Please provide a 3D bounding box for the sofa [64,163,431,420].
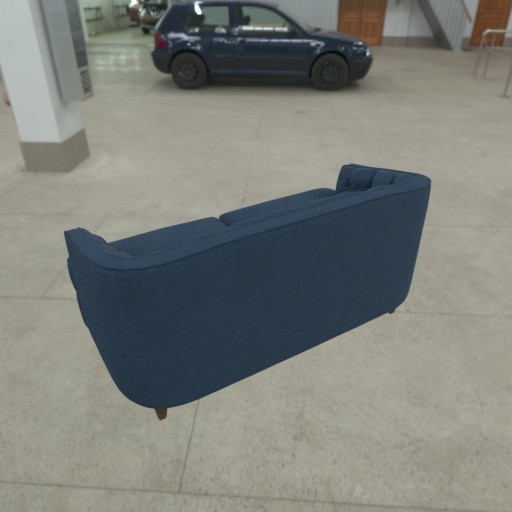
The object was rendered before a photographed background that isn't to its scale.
[{"bbox_3d":[0.000,0.000,2.318,1.733,0.854,0.941,-18,35,-27],"label":"sofa"}]
